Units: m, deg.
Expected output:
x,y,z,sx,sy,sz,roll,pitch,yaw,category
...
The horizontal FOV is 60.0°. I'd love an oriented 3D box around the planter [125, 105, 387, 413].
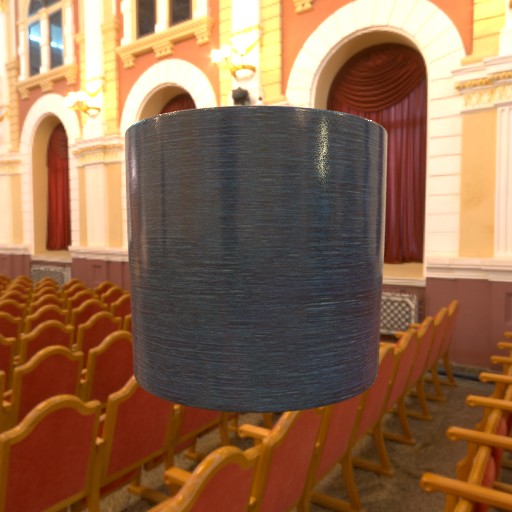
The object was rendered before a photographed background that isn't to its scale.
x,y,z,sx,sy,sz,roll,pitch,yaw,category
0.000,0.000,0.394,0.221,0.201,0.221,0,3,0,planter
